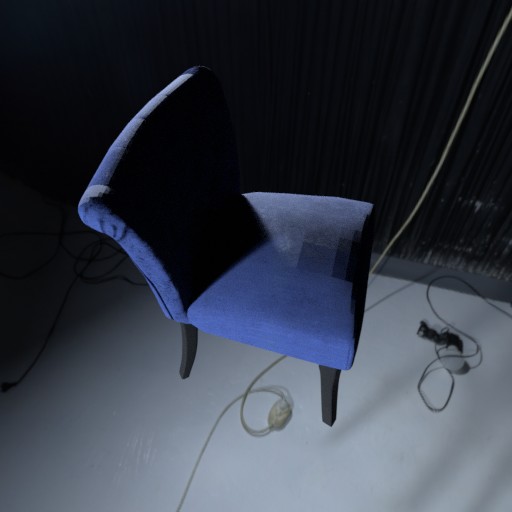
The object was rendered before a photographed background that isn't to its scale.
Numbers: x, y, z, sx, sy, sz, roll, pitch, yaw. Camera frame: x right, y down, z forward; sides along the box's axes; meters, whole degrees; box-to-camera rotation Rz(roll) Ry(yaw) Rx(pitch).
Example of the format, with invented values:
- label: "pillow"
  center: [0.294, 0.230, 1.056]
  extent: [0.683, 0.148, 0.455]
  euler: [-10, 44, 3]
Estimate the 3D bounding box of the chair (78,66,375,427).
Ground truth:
- label: "chair"
  center: [0.000, 0.000, 1.201]
  extent: [0.606, 0.753, 0.585]
  euler: [11, 49, 10]
